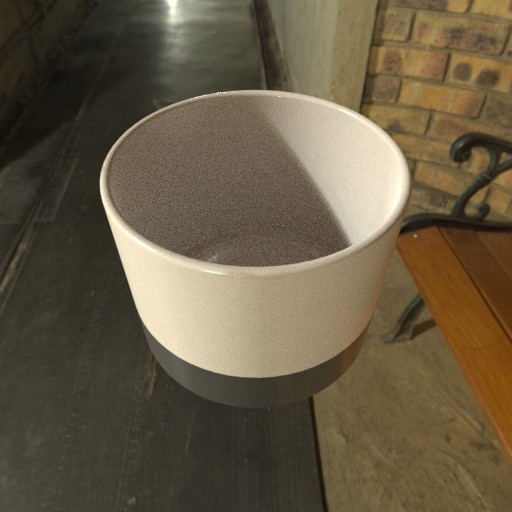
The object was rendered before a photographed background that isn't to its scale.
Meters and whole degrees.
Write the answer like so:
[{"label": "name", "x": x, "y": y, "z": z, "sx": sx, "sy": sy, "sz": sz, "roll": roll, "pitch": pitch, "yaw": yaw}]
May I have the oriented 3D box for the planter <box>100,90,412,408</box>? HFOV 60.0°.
[{"label": "planter", "x": 0.000, "y": 0.000, "z": 0.344, "sx": 0.193, "sy": 0.177, "sz": 0.193, "roll": 0, "pitch": 46, "yaw": 0}]
